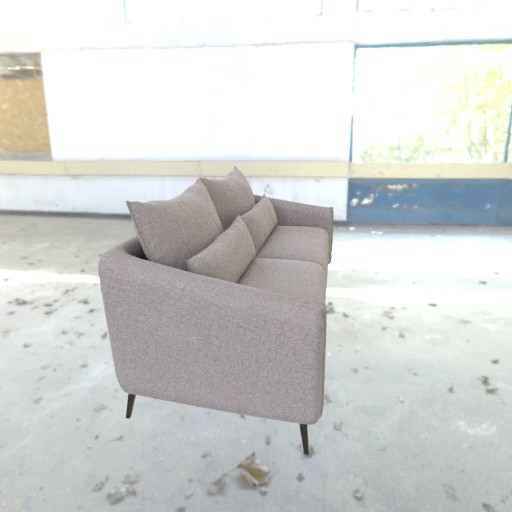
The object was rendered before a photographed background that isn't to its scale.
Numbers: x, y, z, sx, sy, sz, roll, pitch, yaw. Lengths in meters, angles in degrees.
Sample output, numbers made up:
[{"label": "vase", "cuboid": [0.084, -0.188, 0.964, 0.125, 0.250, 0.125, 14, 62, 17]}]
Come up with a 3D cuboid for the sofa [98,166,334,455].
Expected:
[{"label": "sofa", "cuboid": [0.000, 0.000, 2.407, 0.809, 0.833, 2.022, 3, 16, 10]}]
